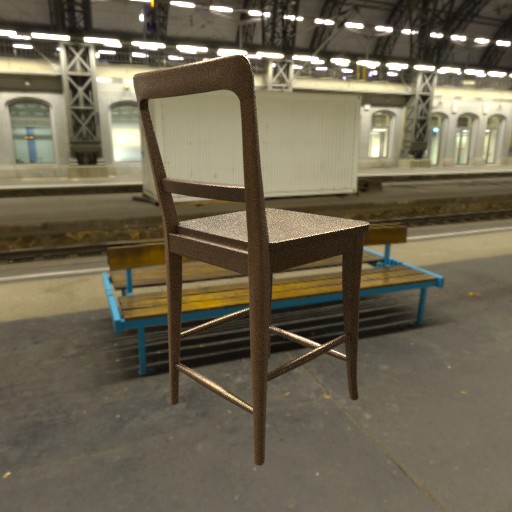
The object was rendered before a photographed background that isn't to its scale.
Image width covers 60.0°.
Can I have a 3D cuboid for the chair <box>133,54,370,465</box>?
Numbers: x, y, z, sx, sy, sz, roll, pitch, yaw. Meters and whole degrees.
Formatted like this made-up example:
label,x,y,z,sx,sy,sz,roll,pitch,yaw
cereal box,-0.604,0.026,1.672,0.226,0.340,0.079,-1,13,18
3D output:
label,x,y,z,sx,sy,sz,roll,pitch,yaw
chair,0.000,0.000,1.302,0.546,0.991,0.450,-14,20,-43
